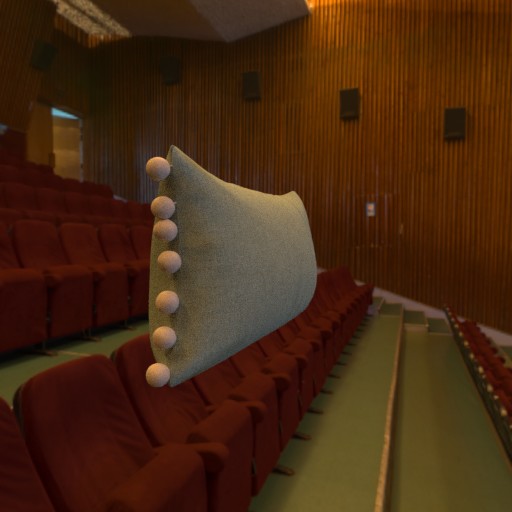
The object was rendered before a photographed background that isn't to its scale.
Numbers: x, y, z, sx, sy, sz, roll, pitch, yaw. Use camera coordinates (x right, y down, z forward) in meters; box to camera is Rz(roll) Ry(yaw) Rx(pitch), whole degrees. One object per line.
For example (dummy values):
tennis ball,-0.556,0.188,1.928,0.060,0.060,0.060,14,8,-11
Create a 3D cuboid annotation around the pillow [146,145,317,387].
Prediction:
pillow,0.000,0.000,0.858,0.201,0.322,0.709,1,2,19
